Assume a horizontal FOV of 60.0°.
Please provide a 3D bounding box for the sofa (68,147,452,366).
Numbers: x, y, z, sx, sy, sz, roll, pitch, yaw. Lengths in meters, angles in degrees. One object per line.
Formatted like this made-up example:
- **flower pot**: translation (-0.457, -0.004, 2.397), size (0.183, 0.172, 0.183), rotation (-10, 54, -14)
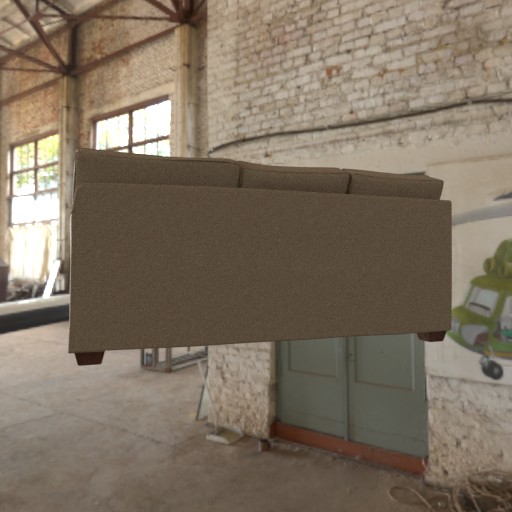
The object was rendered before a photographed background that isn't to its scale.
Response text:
- **sofa**: translation (0.000, 0.000, 2.589), size (1.963, 0.946, 1.034), rotation (0, -1, -19)
